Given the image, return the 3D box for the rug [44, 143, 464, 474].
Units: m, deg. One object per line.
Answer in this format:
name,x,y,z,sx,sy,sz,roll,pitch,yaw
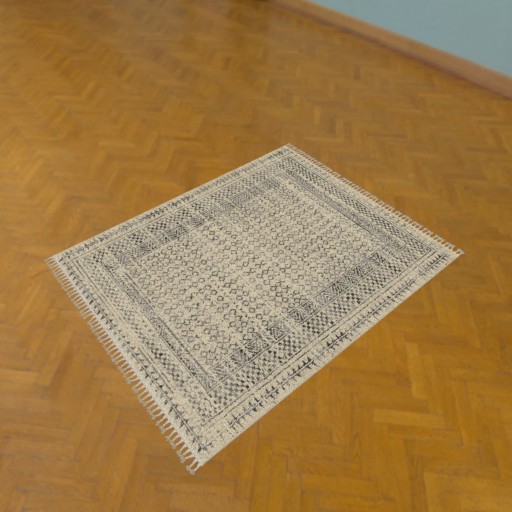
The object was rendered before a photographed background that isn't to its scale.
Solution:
rug,0.000,0.000,3.905,2.940,0.013,2.312,-31,54,-26
